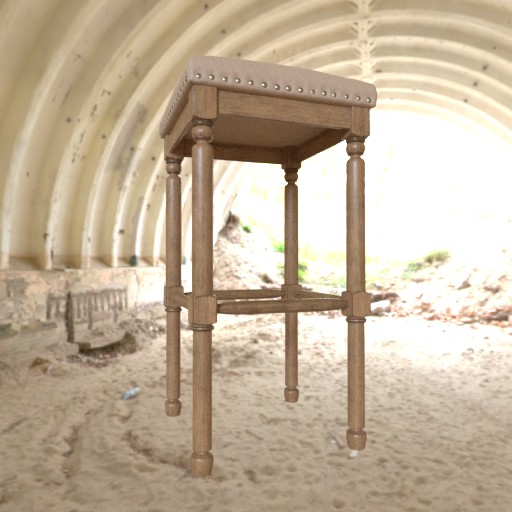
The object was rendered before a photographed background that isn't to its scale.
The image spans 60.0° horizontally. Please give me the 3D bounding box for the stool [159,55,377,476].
[{"bbox_3d":[0.000,0.000,0.988,0.382,0.768,0.383,0,-1,-20],"label":"stool"}]
